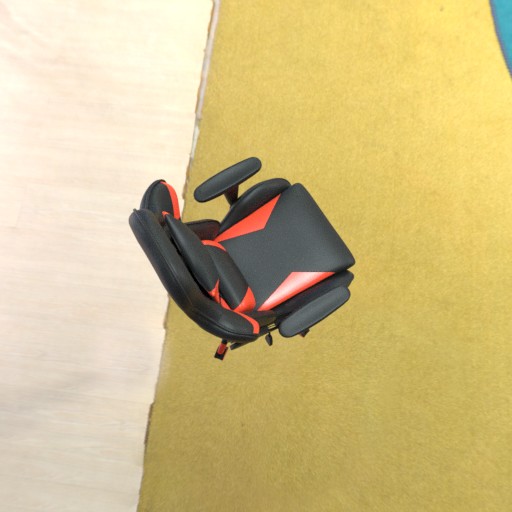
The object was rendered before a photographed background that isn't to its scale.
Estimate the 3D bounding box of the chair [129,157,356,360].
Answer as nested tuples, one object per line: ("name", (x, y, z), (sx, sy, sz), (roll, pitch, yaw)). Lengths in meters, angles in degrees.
("chair", (0.000, 0.000, 1.684), (0.730, 1.282, 0.695), (-31, 77, -8))
